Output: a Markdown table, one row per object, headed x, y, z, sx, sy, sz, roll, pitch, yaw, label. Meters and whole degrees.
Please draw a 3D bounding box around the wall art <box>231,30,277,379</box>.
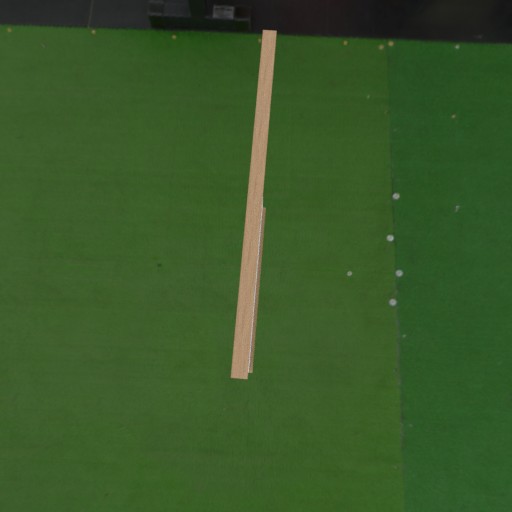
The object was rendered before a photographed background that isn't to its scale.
| x | y | z | sx | sy | sz | roll | pitch | yaw | label |
| --- | --- | --- | --- | --- | --- | --- | --- | --- | --- |
| 0.000 | 0.000 | 0.647 | 0.013 | 0.510 | 0.335 | 5 | 76 | 1 | wall art |
